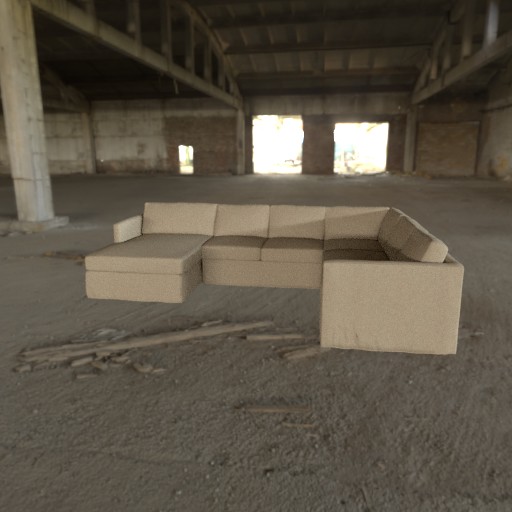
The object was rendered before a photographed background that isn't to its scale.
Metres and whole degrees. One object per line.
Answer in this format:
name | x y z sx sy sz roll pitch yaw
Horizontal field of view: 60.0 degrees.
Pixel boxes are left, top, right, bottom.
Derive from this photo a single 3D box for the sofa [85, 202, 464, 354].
sofa | 0.000 0.000 4.697 3.528 0.878 2.476 2 13 9
